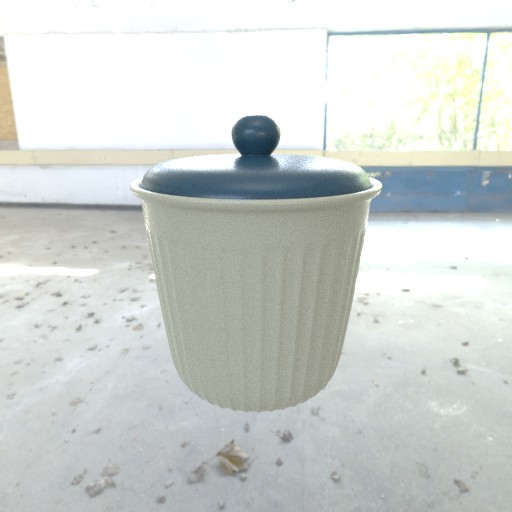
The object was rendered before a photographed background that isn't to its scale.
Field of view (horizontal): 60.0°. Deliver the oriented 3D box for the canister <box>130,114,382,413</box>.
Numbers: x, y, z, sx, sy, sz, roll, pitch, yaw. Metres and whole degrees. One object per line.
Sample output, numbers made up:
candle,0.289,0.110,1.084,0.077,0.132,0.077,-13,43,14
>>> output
canister,0.000,0.000,0.346,0.181,0.211,0.181,0,17,0
